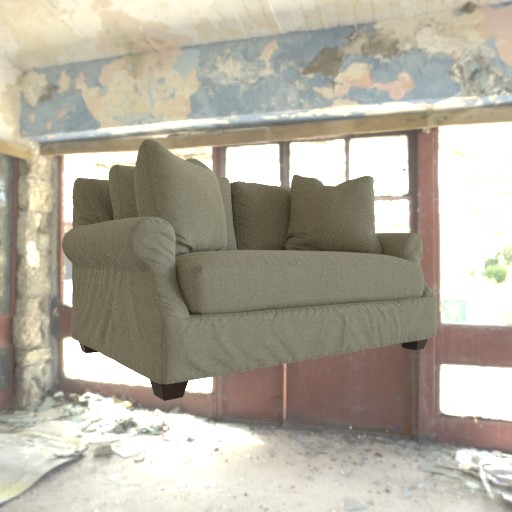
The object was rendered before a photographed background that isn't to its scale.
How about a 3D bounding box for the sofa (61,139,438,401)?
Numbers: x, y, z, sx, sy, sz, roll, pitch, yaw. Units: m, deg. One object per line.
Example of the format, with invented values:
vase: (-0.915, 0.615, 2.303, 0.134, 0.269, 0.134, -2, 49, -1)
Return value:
sofa: (0.000, 0.000, 2.126, 1.550, 0.905, 1.070, 0, -1, -36)
